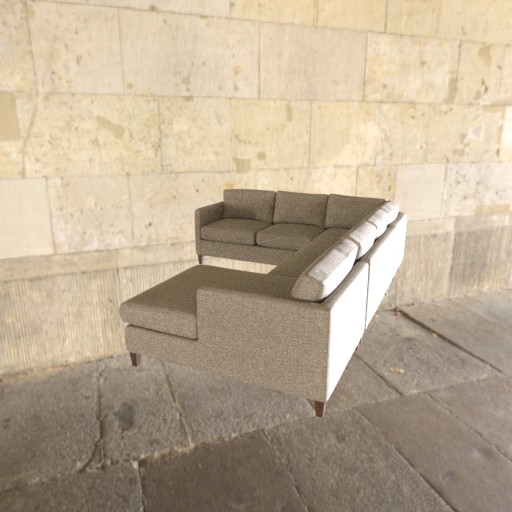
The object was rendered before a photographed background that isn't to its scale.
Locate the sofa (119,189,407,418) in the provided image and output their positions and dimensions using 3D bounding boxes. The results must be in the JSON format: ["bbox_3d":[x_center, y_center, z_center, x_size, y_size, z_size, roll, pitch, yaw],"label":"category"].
[{"bbox_3d":[0.000,0.000,4.626,2.593,0.959,3.460,7,18,24],"label":"sofa"}]
